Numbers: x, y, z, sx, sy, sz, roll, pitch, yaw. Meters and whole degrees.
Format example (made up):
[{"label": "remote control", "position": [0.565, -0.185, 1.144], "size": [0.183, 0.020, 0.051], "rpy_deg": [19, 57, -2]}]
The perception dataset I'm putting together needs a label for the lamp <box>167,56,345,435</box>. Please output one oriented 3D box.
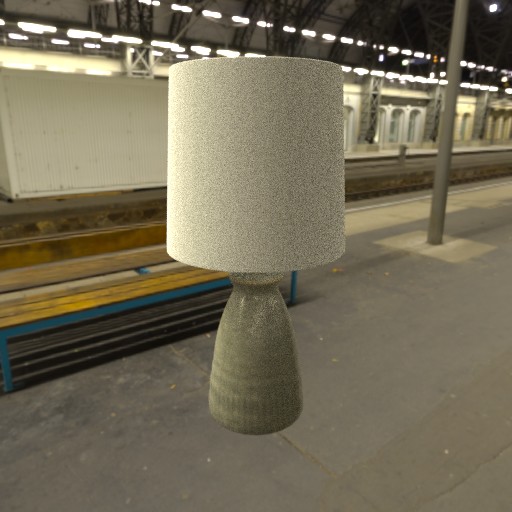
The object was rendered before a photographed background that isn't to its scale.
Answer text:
[{"label": "lamp", "position": [0.000, 0.000, 0.474], "size": [0.186, 0.369, 0.186], "rpy_deg": [0, 16, 0]}]
